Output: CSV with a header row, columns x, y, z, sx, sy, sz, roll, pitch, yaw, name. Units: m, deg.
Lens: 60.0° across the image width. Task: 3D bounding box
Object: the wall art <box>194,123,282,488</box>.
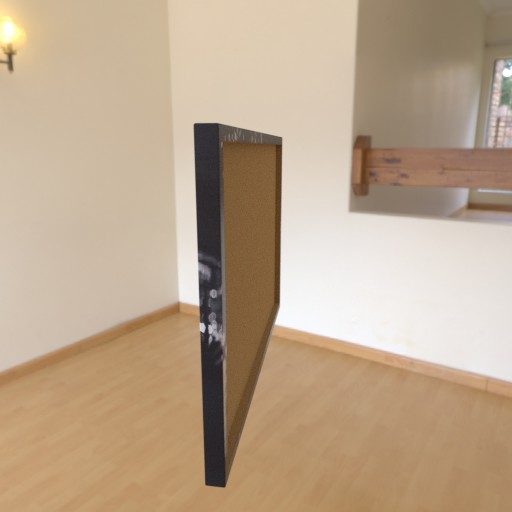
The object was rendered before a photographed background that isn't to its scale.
x,y,z,sx,sy,sz,roll,pitch,yaw,name
0.000,0.000,1.139,0.038,0.609,0.914,2,14,9,wall art
